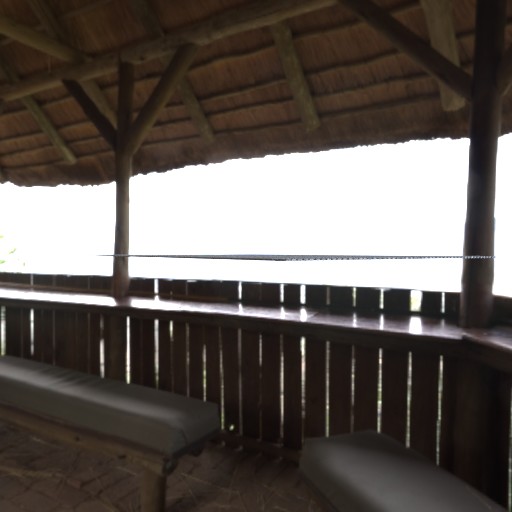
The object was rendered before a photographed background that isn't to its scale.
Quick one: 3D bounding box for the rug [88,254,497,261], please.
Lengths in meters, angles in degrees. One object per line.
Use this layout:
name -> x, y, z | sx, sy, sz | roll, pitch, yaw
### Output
rug -> 0.000, 0.000, 2.985 | 1.524, 0.010, 2.438 | 0, 1, -36
